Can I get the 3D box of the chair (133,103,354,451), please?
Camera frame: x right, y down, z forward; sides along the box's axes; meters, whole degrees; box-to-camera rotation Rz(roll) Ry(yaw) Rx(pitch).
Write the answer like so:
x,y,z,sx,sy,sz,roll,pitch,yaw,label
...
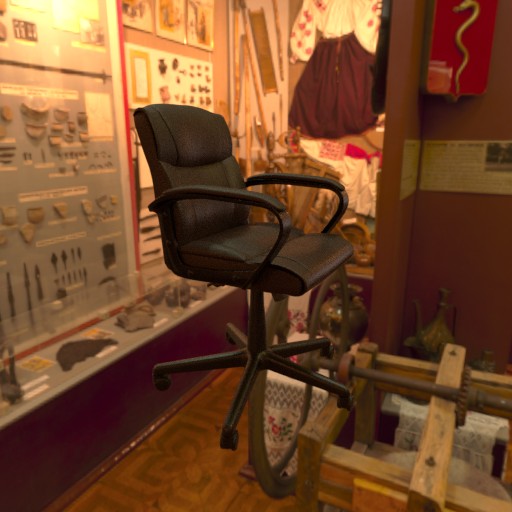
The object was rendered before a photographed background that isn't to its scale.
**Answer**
x,y,z,sx,sy,sz,roll,pitch,yaw,label
0.000,0.000,1.515,0.717,1.004,0.739,8,17,28,chair
